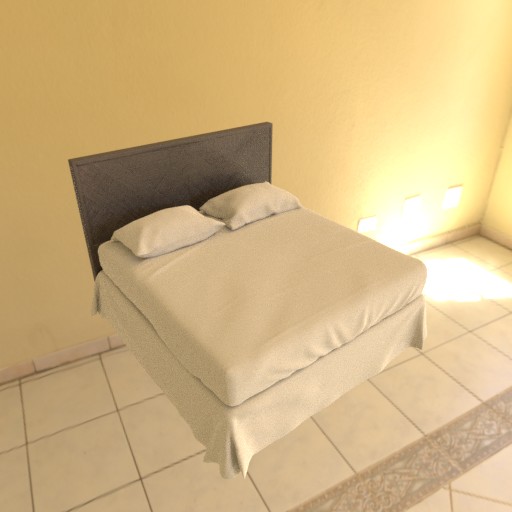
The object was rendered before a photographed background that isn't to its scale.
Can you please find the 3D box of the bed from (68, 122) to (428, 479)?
[{"bbox_3d":[0.000,0.000,2.860,1.772,1.142,1.785,-21,36,-32],"label":"bed"}]
